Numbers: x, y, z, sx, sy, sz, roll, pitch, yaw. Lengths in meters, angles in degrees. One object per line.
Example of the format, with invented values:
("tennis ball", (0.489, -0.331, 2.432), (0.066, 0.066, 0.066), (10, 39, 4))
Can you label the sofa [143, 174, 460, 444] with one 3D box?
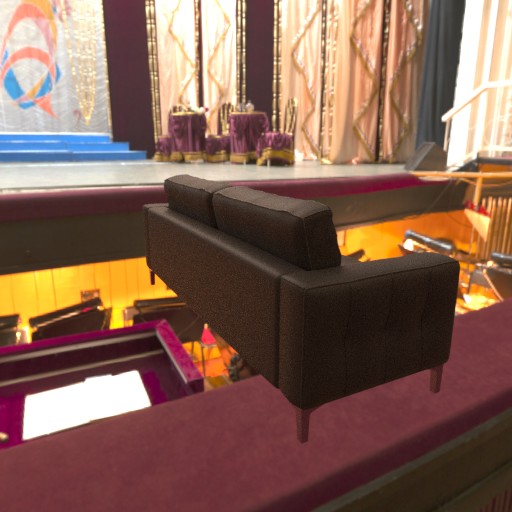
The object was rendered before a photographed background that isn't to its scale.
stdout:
("sofa", (0.000, 0.000, 2.711), (0.833, 0.893, 2.275), (-8, 17, -27))
